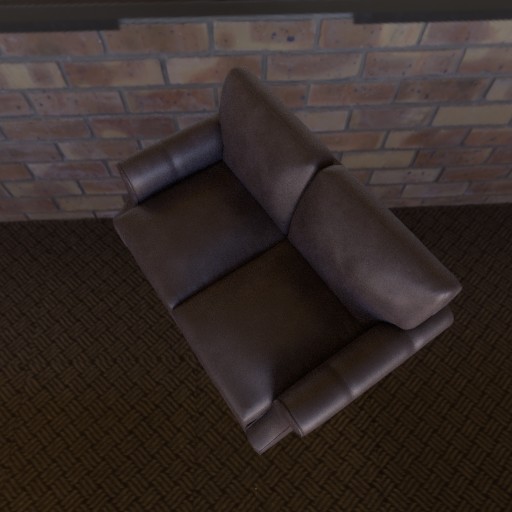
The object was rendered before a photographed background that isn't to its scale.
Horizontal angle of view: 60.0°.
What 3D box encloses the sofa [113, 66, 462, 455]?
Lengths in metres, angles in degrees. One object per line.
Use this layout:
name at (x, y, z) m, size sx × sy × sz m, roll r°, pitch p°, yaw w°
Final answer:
sofa at (0.000, 0.000, 2.271) m, size 1.030 × 0.979 × 1.663 m, roll -31°, pitch 67°, yaw -15°
